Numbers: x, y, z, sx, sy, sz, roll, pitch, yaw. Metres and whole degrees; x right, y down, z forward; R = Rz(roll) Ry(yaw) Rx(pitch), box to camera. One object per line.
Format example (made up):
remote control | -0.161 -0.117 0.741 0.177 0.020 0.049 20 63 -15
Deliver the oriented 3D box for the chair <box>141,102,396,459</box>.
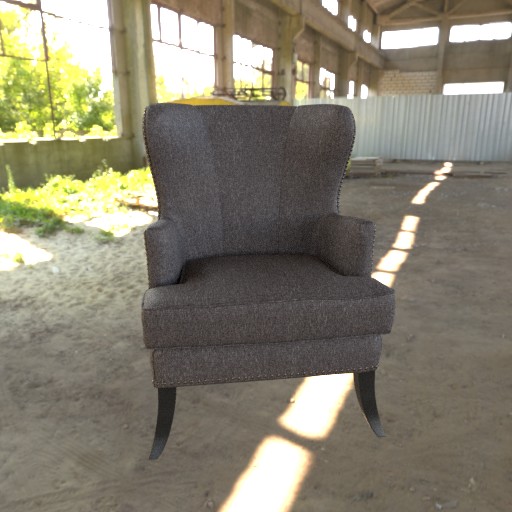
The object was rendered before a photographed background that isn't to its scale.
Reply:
chair | 0.000 0.000 1.585 0.759 1.060 0.758 -2 16 -8
